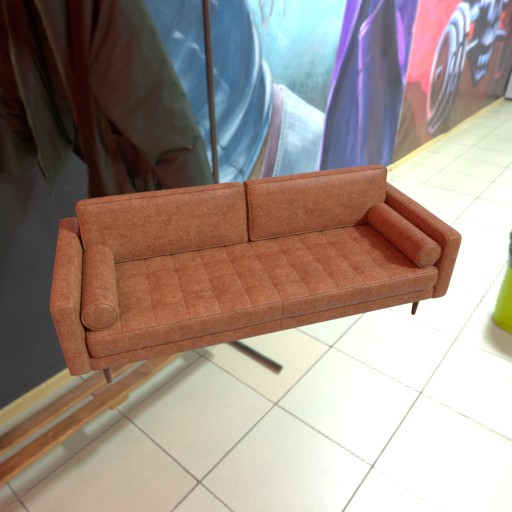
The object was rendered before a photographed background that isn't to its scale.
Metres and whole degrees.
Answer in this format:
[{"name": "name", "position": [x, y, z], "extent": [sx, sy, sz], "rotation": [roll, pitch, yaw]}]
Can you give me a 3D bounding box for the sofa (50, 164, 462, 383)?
[{"name": "sofa", "position": [0.000, 0.000, 2.666], "extent": [2.200, 0.770, 0.919], "rotation": [-9, 33, -15]}]
